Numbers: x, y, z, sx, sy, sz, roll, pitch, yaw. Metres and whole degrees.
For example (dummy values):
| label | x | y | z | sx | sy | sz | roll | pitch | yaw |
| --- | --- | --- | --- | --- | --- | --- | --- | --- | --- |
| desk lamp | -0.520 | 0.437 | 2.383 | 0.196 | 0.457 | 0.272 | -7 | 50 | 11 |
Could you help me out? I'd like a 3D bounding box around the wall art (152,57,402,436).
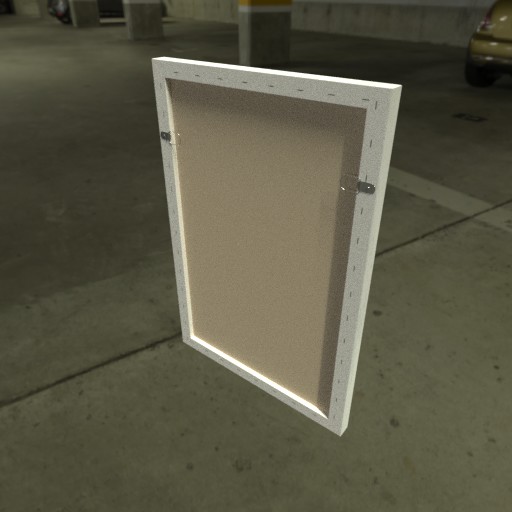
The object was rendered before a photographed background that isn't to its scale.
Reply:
| label | x | y | z | sx | sy | sz | roll | pitch | yaw |
| --- | --- | --- | --- | --- | --- | --- | --- | --- | --- |
| wall art | 0.000 | 0.000 | 1.168 | 0.624 | 0.914 | 0.043 | 22 | 37 | 32 |
